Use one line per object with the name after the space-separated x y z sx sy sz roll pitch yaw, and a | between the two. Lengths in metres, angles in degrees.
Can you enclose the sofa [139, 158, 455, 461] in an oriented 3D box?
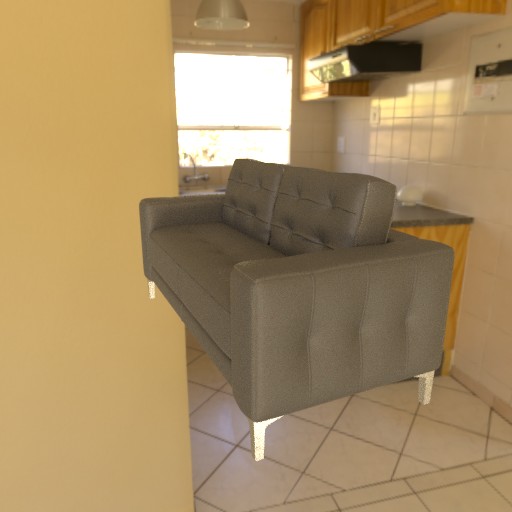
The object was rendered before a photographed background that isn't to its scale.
0.000 0.000 2.214 0.833 0.892 1.726 -7 18 -24 | sofa
